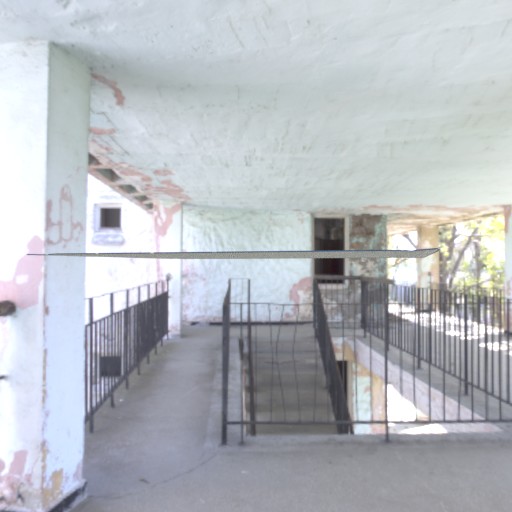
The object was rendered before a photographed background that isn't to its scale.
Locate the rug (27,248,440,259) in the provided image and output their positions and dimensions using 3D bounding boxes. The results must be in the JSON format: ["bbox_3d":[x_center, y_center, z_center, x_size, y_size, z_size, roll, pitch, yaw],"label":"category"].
[{"bbox_3d":[0.000,0.000,3.917,2.867,0.020,2.277,0,-1,19],"label":"rug"}]
